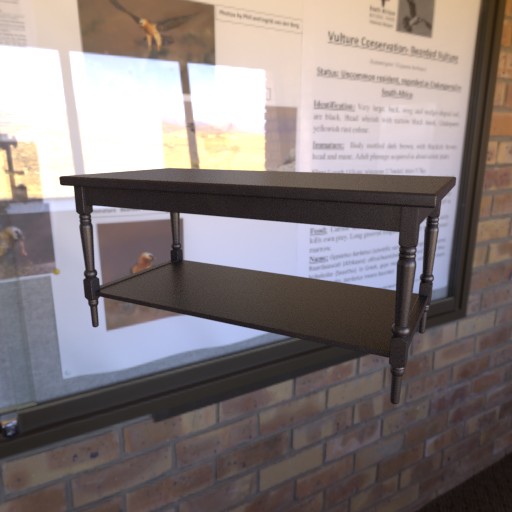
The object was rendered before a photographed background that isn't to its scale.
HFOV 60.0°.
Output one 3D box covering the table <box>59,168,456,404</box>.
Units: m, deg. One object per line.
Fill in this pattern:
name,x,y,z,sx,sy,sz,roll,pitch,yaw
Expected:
table,0.000,0.000,1.440,1.107,0.510,0.550,7,16,27
